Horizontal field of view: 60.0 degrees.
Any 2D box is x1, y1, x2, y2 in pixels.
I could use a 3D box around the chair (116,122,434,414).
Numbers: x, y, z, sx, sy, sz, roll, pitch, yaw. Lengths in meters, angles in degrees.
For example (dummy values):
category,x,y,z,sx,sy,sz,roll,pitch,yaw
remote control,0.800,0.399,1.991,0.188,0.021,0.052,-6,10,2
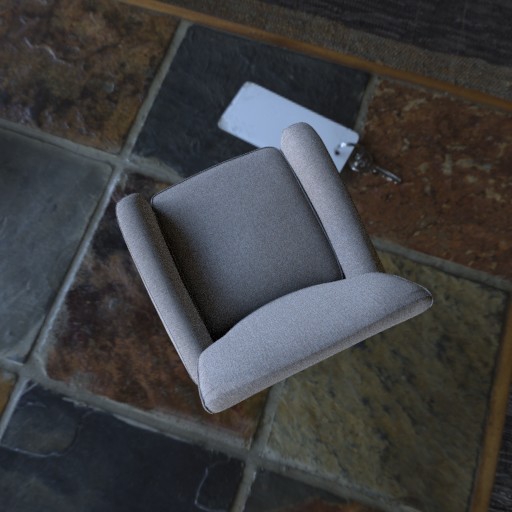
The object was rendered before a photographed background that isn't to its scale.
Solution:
category,x,y,z,sx,sy,sz,roll,pitch,yaw
chair,0.000,0.000,1.695,0.848,1.014,0.864,-25,78,-6
